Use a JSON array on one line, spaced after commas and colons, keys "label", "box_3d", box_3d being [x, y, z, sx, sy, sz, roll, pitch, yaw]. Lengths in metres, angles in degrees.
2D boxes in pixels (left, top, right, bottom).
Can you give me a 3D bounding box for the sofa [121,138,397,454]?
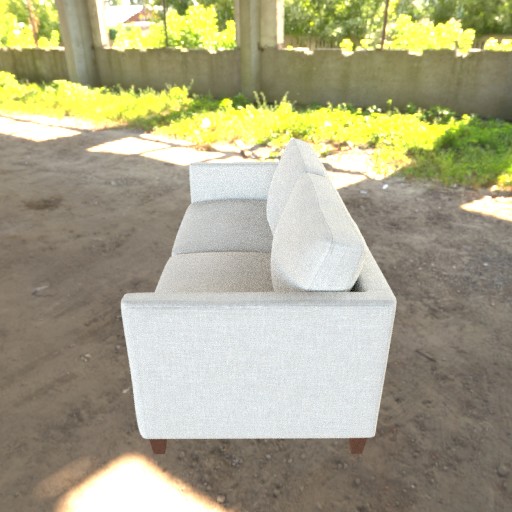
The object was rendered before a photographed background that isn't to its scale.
[{"label": "sofa", "box_3d": [0.000, 0.000, 2.390, 0.950, 0.963, 1.838, 0, 26, 0]}]
